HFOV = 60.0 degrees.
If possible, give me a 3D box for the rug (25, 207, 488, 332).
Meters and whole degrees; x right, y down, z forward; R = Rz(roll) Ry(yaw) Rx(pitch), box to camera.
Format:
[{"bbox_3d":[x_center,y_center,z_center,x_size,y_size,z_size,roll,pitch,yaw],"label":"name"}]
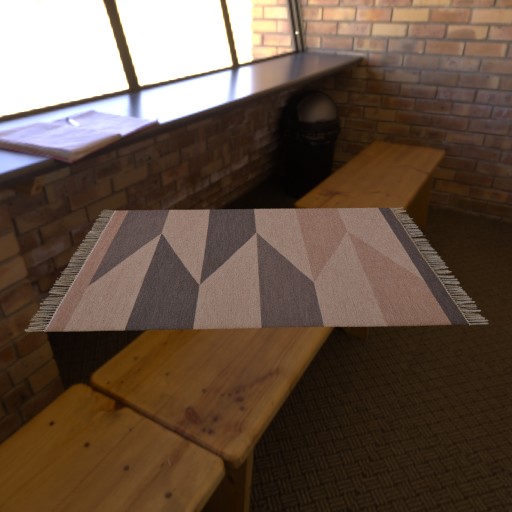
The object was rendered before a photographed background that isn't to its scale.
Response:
[{"bbox_3d":[0.000,0.000,2.428,2.021,0.027,1.224,-1,31,-1],"label":"rug"}]
